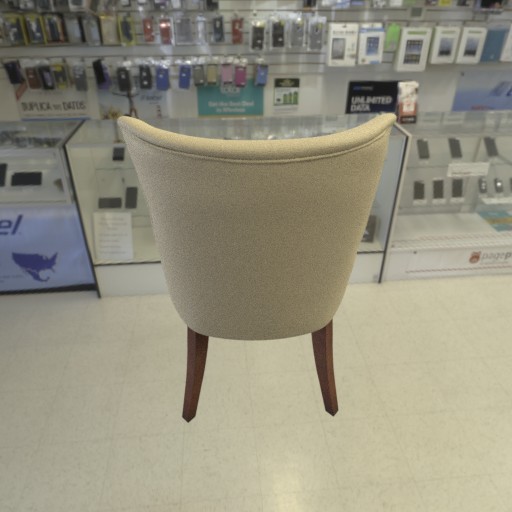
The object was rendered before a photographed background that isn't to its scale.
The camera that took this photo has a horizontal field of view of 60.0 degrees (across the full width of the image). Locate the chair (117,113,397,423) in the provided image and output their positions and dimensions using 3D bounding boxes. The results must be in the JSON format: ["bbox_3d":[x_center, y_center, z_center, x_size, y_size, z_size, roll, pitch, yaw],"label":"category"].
[{"bbox_3d":[0.000,0.000,1.395,0.660,0.952,0.686,-2,32,-2],"label":"chair"}]
